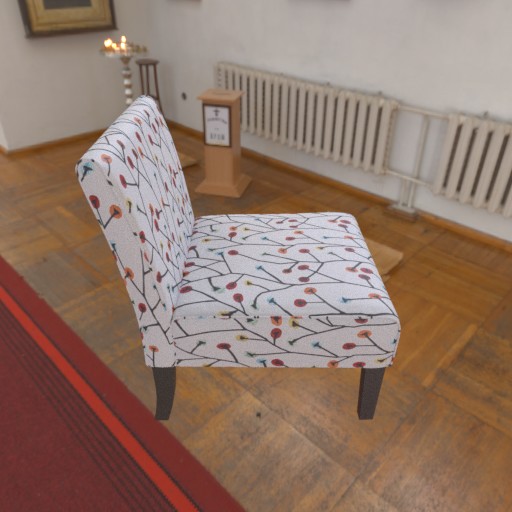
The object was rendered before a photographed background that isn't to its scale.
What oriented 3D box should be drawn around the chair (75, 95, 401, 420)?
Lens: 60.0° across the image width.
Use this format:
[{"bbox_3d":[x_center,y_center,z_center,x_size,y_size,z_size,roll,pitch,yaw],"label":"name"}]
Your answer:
[{"bbox_3d":[0.000,0.000,1.331,0.732,0.813,0.597,0,32,-1],"label":"chair"}]
